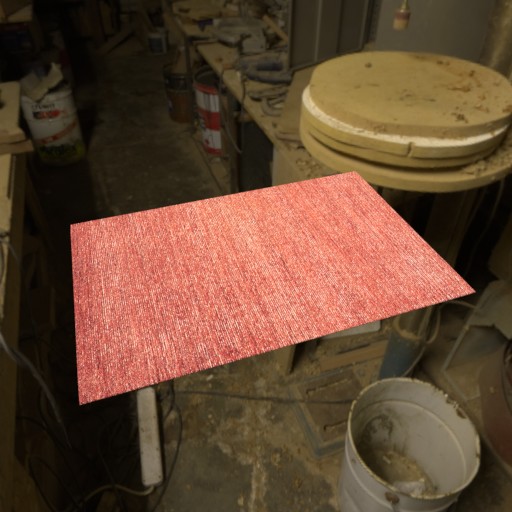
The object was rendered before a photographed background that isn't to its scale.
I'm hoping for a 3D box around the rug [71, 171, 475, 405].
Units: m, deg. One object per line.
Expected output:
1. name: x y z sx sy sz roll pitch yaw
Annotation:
1. rug: 0.000 0.000 2.226 1.747 0.011 1.139 -13 43 -14
